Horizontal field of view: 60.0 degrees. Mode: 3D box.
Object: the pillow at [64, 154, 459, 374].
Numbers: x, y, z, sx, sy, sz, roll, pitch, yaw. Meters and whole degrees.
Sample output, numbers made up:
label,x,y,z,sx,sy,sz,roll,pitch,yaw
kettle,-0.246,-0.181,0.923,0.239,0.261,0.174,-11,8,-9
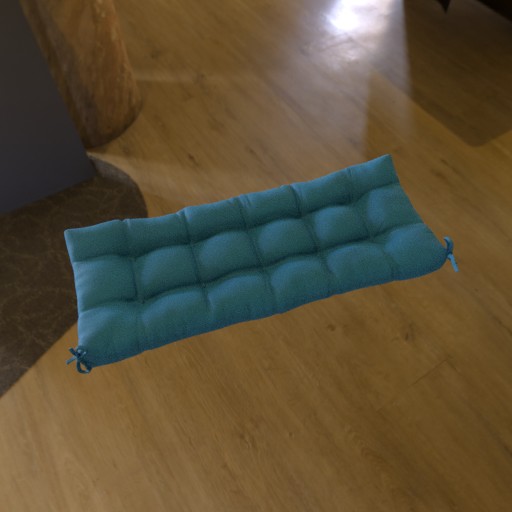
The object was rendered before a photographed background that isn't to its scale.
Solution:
label,x,y,z,sx,sy,sz,roll,pitch,yaw
pillow,0.000,0.000,1.370,1.194,0.174,0.511,-15,60,-9
